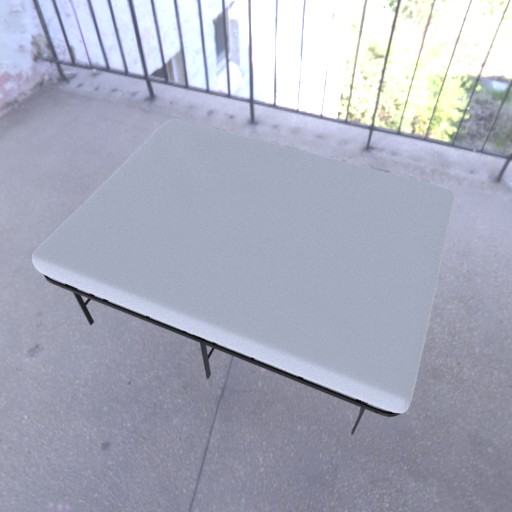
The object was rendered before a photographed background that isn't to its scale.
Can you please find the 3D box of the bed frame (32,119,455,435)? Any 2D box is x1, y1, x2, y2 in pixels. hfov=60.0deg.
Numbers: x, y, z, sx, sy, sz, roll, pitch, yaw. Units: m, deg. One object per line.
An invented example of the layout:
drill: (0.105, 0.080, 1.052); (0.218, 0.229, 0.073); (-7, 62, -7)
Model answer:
bed frame: (0.000, 0.000, 2.558); (1.905, 0.637, 1.372); (18, 52, 15)
